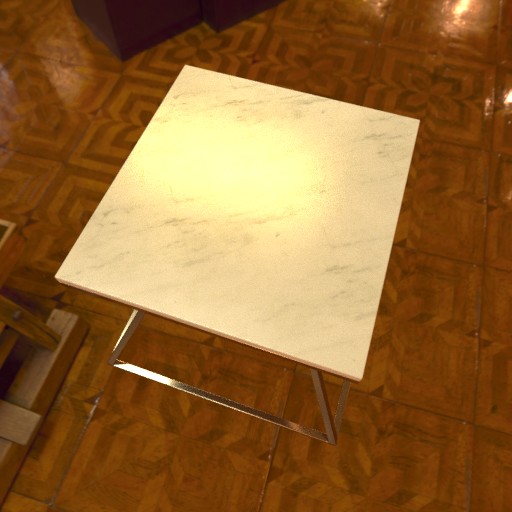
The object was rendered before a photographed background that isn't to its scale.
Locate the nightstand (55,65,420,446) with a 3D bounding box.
[{"bbox_3d":[0.000,0.000,0.870,0.514,0.426,0.513,17,63,9],"label":"nightstand"}]
